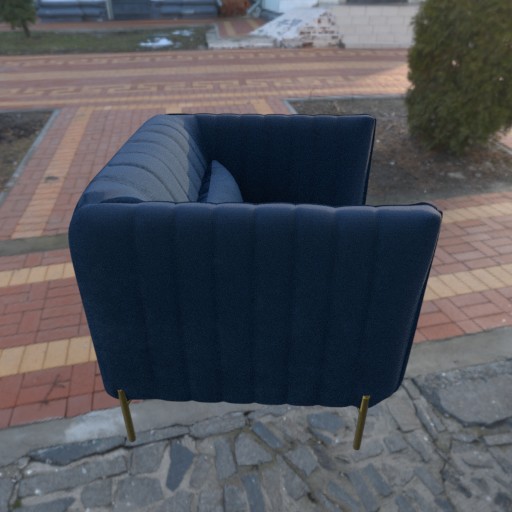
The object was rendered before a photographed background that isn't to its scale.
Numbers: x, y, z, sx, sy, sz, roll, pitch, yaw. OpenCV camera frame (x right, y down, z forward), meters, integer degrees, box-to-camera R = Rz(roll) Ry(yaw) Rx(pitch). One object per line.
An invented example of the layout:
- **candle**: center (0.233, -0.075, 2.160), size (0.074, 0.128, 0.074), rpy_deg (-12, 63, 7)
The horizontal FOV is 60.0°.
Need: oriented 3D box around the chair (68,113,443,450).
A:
- **chair**: center (0.000, 0.000, 1.530), size (0.877, 0.793, 0.947), rpy_deg (1, 32, 2)
